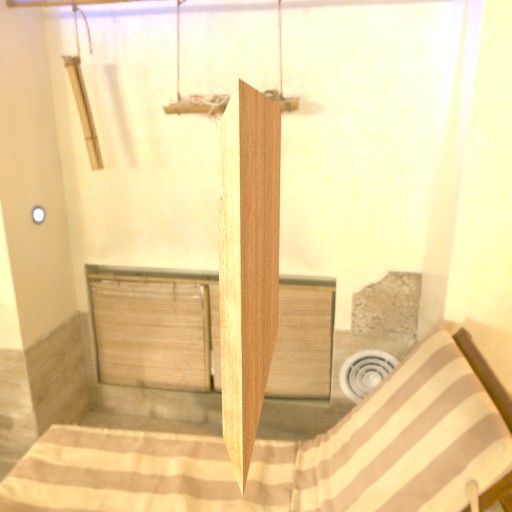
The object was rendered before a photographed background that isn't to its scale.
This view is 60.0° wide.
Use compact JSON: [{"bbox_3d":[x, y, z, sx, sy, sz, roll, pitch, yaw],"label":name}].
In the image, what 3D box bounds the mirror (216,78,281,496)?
[{"bbox_3d":[0.000,0.000,0.962,0.047,0.651,0.651,2,16,8],"label":"mirror"}]
